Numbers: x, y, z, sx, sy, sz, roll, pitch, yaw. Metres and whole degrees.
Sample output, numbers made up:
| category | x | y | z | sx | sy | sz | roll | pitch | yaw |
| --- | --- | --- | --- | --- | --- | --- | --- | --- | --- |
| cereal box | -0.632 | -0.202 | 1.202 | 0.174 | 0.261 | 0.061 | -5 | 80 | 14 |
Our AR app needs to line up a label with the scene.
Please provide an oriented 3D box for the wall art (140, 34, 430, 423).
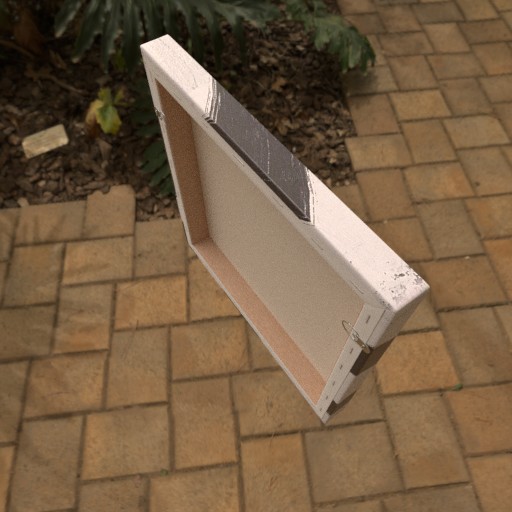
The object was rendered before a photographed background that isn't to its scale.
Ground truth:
| category | x | y | z | sx | sy | sz | roll | pitch | yaw |
| --- | --- | --- | --- | --- | --- | --- | --- | --- | --- |
| wall art | 0.000 | 0.000 | 0.738 | 0.050 | 0.508 | 0.507 | -31 | 63 | -18 |
